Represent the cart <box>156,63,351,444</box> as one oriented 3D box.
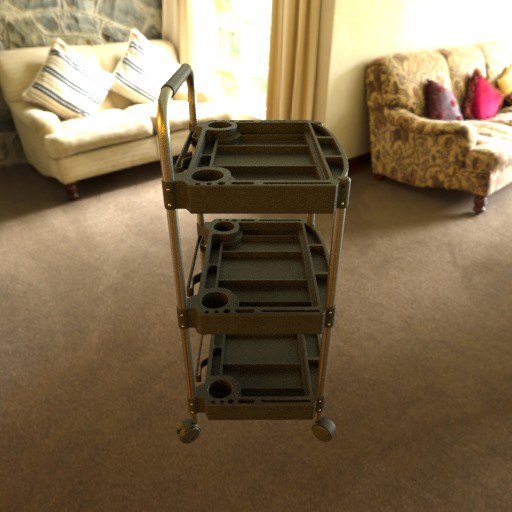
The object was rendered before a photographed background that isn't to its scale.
[{"bbox_3d":[0.000,0.000,1.389,0.518,1.075,0.584,0,31,0],"label":"cart"}]
